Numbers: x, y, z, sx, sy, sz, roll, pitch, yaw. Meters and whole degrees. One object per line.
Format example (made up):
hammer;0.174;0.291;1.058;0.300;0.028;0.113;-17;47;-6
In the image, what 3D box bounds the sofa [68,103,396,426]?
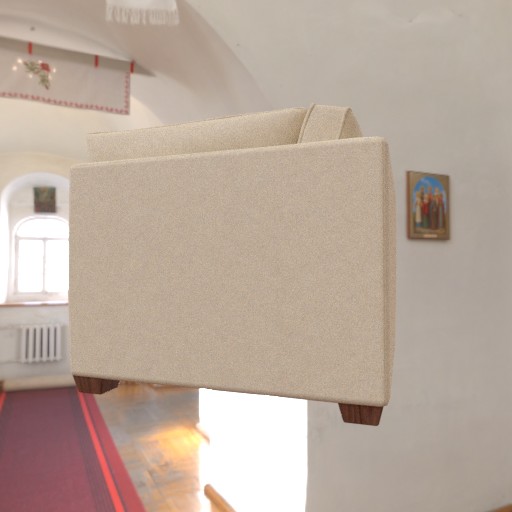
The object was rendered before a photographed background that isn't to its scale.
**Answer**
sofa;0.000;0.000;1.925;1.146;1.002;1.084;0;-1;19
